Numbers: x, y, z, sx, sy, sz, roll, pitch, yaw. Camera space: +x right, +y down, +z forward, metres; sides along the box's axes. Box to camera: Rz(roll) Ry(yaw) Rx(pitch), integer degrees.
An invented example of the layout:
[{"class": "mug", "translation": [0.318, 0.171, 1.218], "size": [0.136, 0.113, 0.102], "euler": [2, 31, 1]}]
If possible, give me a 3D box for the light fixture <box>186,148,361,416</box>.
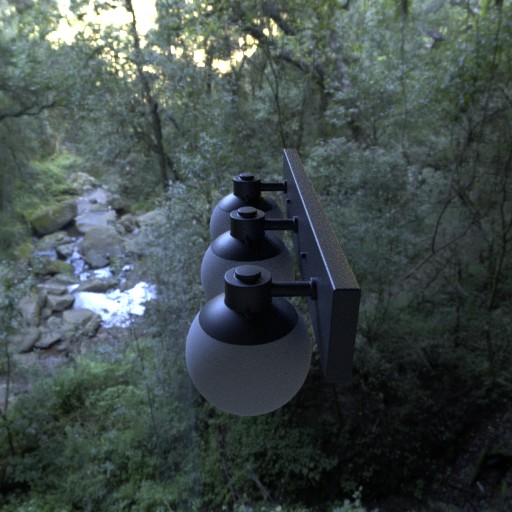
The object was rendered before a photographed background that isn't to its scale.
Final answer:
[{"class": "light fixture", "translation": [0.000, 0.000, 0.866], "size": [0.218, 0.263, 0.721], "euler": [-1, 26, -1]}]
